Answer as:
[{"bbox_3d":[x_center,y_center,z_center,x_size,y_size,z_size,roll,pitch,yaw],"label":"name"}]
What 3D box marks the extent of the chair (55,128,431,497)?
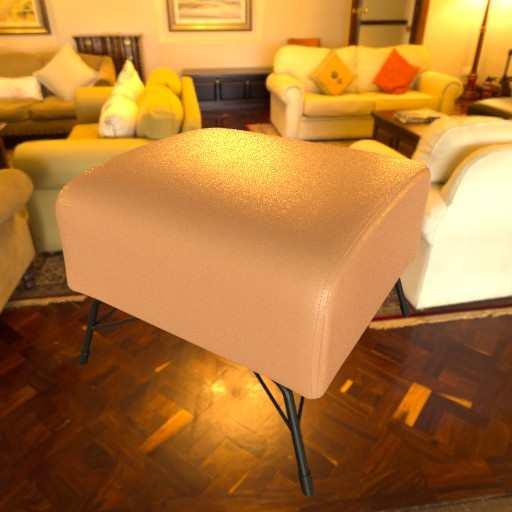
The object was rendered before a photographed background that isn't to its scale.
[{"bbox_3d":[0.000,0.000,0.871,0.530,0.410,0.530,18,34,28],"label":"chair"}]
